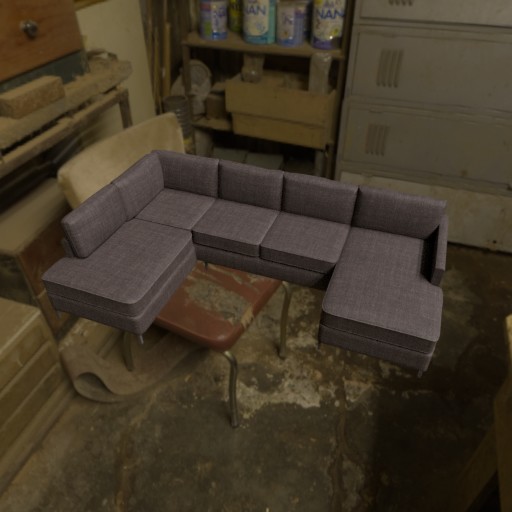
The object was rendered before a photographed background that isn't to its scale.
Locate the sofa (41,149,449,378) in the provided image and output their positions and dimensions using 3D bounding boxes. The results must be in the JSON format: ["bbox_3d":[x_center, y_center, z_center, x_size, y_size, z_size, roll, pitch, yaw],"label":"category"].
[{"bbox_3d":[0.000,0.000,4.283,3.423,0.999,2.048,13,40,16],"label":"sofa"}]
